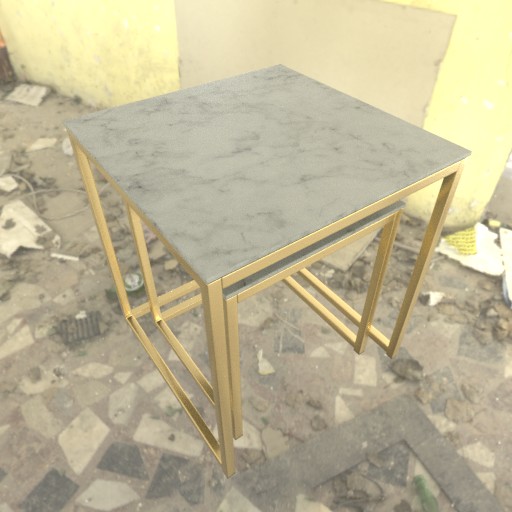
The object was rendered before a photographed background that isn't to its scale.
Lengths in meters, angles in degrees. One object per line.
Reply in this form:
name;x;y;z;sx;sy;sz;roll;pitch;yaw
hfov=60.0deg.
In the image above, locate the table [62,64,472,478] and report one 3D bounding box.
table;0.000;0.000;0.847;0.450;0.500;0.450;-26;48;-26
